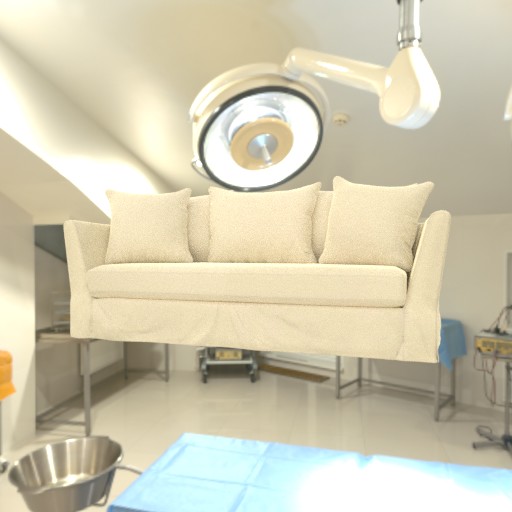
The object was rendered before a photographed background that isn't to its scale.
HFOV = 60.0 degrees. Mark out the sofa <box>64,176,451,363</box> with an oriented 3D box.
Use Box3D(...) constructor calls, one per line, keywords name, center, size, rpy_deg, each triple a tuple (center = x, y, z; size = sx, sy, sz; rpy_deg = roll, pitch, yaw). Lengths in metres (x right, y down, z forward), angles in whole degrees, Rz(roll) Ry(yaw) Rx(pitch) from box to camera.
Box3D(name="sofa", center=(0.000, 0.000, 2.952), size=(2.290, 1.034, 1.031), rpy_deg=(0, 1, 18))
